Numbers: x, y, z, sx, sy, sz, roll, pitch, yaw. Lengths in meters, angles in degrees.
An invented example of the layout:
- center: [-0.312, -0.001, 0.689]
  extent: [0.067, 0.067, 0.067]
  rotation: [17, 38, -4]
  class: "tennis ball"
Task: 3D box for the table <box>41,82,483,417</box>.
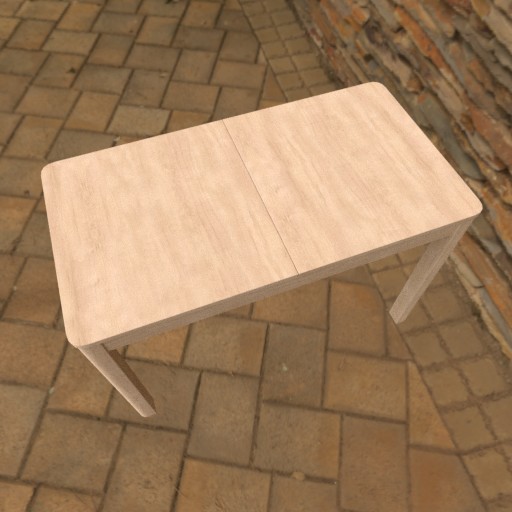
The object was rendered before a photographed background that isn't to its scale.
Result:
- center: [0.000, 0.000, 1.936]
  extent: [1.400, 0.900, 0.750]
  rotation: [-18, 59, -11]
  class: "table"
